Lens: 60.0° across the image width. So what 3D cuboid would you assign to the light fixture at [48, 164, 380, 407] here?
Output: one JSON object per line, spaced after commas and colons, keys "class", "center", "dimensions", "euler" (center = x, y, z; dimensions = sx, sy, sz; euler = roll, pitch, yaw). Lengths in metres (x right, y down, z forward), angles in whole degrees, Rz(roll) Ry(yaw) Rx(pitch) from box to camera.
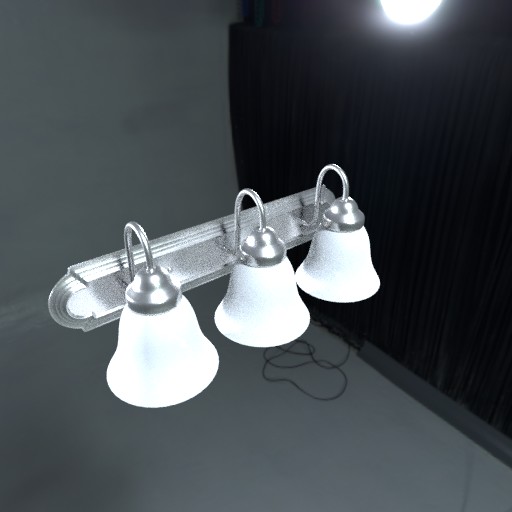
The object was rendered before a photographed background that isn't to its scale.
{"class": "light fixture", "center": [0.000, 0.000, 0.728], "dimensions": [0.610, 0.222, 0.199], "euler": [-22, 36, -33]}
